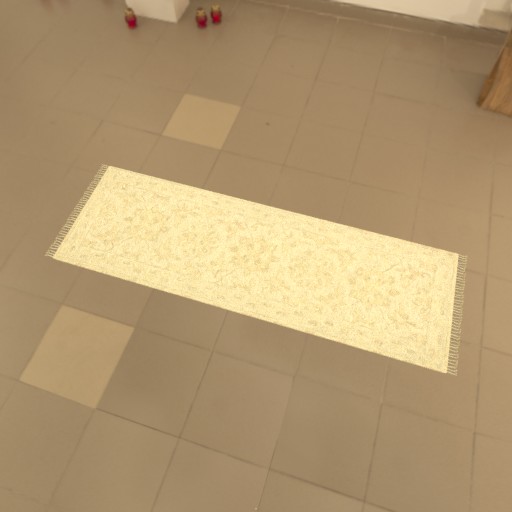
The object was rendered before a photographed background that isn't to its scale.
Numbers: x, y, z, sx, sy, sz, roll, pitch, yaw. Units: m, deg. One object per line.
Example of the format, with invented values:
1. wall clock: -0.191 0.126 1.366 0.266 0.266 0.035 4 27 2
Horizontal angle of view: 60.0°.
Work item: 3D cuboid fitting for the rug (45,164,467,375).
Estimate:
1. rug: 0.000 0.000 2.799 2.544 0.015 0.795 15 61 8
